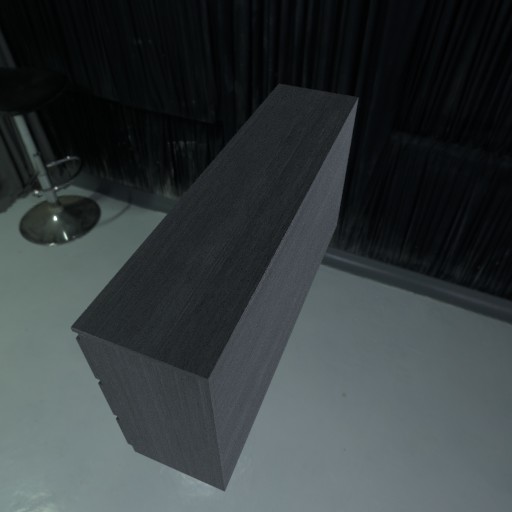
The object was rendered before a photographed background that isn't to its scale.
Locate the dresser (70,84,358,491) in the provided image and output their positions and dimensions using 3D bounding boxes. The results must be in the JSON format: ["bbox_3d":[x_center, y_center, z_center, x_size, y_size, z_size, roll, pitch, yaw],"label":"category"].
[{"bbox_3d":[0.000,0.000,1.902,0.400,0.795,1.590,16,47,15],"label":"dresser"}]
